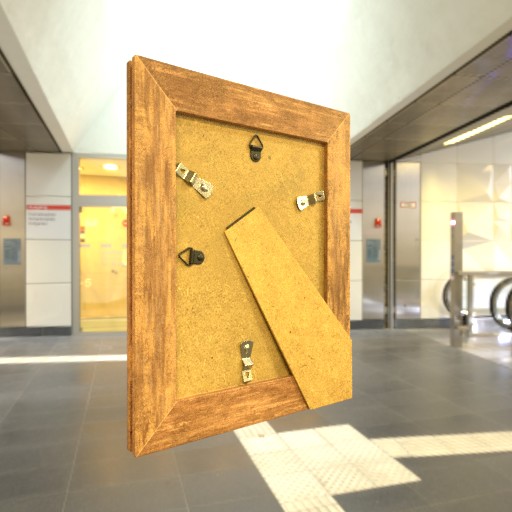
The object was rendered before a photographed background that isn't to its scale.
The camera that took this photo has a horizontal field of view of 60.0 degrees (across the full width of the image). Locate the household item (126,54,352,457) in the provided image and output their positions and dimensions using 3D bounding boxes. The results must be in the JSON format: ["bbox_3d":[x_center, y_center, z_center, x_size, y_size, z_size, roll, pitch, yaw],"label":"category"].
[{"bbox_3d":[0.000,0.000,0.320,0.186,0.237,0.018,0,0,-36],"label":"household item"}]
